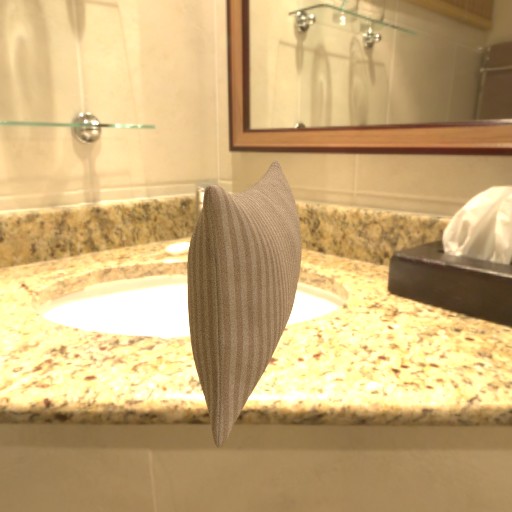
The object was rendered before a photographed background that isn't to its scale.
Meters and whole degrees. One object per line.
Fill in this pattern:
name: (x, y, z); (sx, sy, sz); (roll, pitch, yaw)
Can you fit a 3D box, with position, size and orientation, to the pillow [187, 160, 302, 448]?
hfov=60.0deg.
pillow: (0.000, 0.000, 0.752); (0.151, 0.295, 0.617); (2, 15, 8)
